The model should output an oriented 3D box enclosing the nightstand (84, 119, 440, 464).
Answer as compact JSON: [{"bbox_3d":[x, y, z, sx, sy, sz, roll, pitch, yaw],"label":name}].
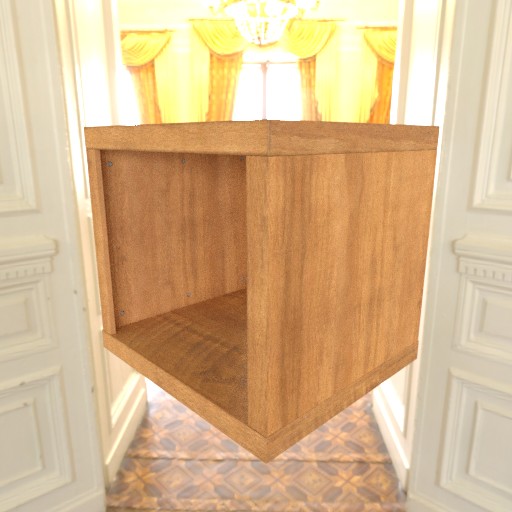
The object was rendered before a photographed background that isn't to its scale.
[{"bbox_3d":[0.000,0.000,0.873,0.436,0.491,0.493,-14,20,-42],"label":"nightstand"}]
